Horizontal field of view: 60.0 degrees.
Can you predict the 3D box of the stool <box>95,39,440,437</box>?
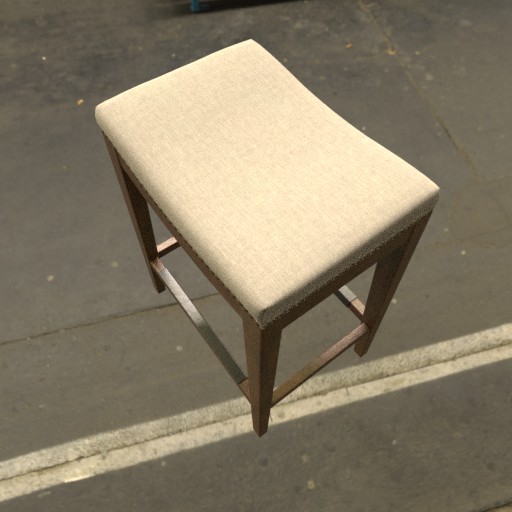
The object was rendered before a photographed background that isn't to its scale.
[{"bbox_3d":[0.000,0.000,0.953,0.356,0.660,0.508,-32,63,-19],"label":"stool"}]
